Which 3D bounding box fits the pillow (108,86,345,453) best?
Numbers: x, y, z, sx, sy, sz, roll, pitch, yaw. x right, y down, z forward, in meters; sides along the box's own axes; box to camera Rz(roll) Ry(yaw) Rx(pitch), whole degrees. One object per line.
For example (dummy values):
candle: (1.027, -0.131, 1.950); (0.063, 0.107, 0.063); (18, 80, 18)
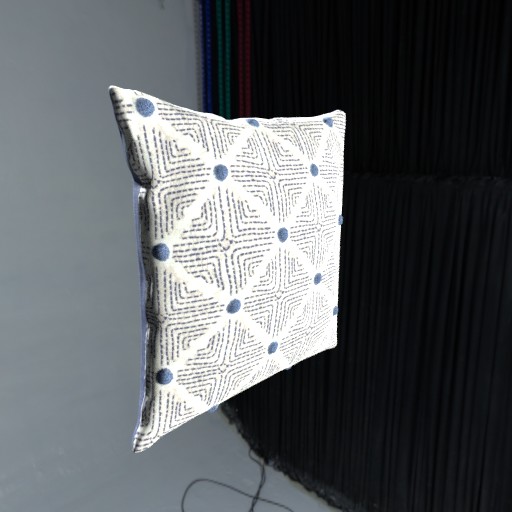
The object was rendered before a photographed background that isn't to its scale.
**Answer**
pillow: (0.000, 0.000, 0.767); (0.145, 0.510, 0.510); (13, 18, 43)
